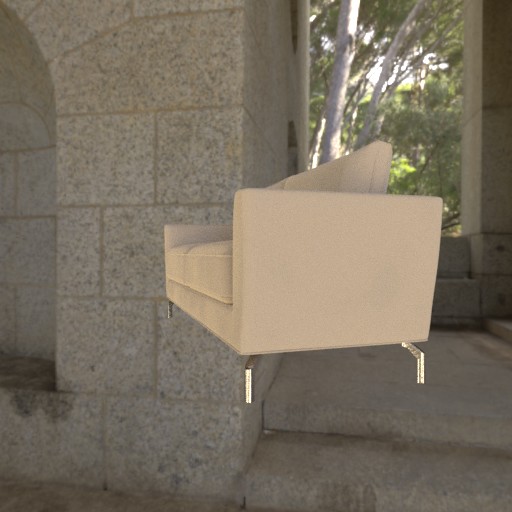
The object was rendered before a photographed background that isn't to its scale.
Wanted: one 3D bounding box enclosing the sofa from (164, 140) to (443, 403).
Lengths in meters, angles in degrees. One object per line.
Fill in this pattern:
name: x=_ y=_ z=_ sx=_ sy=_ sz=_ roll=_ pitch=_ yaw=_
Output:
sofa: x=0.000 y=0.000 z=2.677 sx=0.868 sy=1.005 sz=2.214 roll=0 pitch=1 yaw=-18
